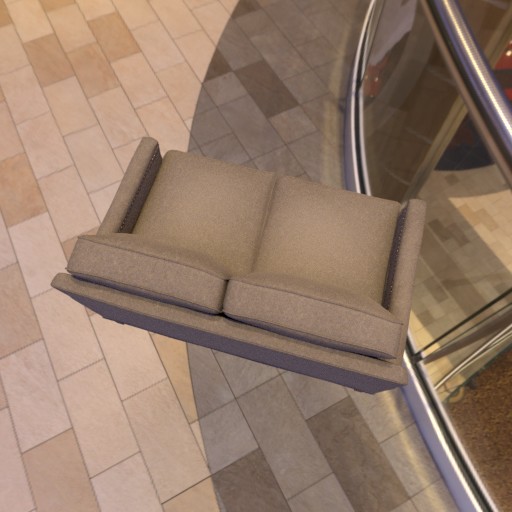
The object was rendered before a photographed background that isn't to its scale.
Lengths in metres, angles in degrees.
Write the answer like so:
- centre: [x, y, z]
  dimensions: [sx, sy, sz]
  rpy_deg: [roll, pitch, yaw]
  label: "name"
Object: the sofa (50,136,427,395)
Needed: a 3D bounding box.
- centre: [0.000, 0.000, 2.301]
  dimensions: [1.597, 1.003, 1.084]
  rpy_deg: [14, 65, 7]
  label: "sofa"
